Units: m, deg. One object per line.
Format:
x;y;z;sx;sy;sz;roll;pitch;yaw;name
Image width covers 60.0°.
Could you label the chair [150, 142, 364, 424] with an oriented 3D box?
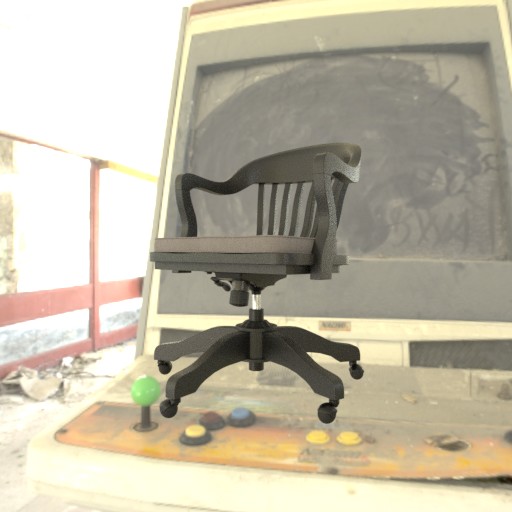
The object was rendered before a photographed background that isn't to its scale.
0.000;0.000;1.490;0.750;0.878;0.788;1;1;37;chair
